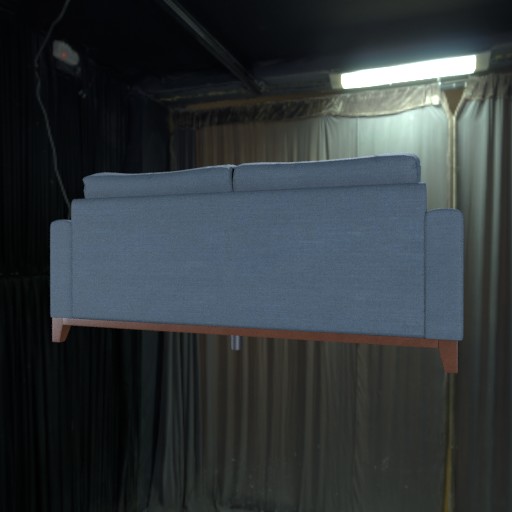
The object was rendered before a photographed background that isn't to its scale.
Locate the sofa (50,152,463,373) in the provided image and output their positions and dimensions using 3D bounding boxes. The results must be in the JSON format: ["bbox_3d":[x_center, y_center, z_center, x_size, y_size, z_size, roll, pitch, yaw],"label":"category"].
[{"bbox_3d":[0.000,0.000,2.339,1.900,0.865,0.877,0,0,19],"label":"sofa"}]
